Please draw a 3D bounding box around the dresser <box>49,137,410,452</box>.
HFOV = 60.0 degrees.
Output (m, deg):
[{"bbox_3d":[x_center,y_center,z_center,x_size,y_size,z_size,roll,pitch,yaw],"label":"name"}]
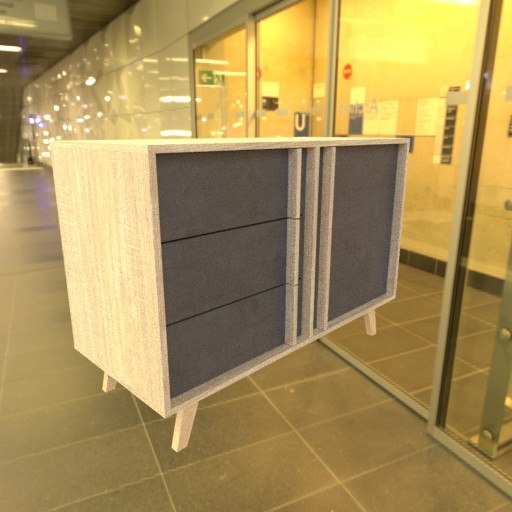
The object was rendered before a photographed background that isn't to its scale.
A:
[{"bbox_3d":[0.000,0.000,1.533,0.500,0.780,1.110,15,22,43],"label":"dresser"}]
